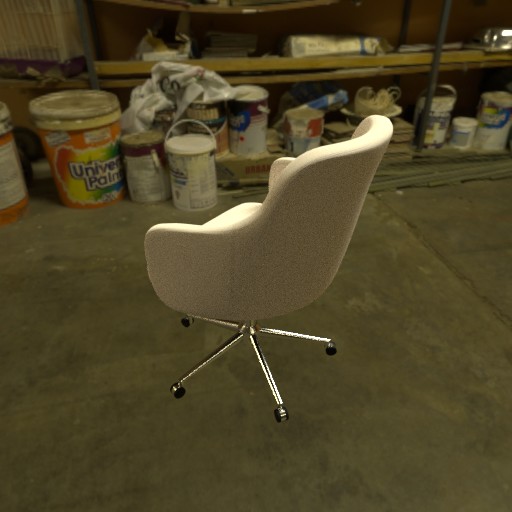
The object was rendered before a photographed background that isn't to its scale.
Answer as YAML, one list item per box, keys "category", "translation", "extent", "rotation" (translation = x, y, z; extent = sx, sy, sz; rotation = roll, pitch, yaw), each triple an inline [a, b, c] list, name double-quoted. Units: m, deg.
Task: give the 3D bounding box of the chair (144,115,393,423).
- category: "chair"
  translation: [0.000, 0.000, 1.287]
  extent: [0.647, 0.819, 0.602]
  rotation: [20, 37, 29]
